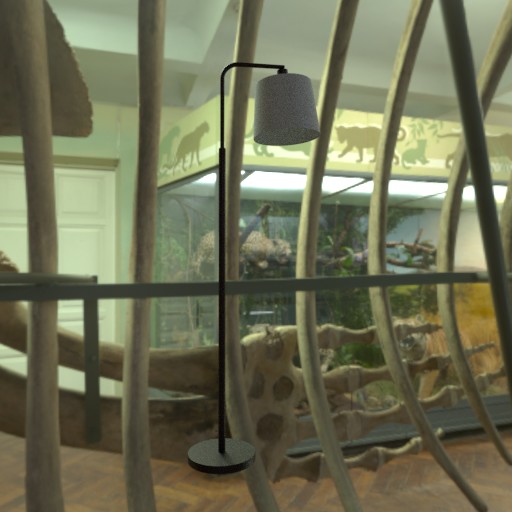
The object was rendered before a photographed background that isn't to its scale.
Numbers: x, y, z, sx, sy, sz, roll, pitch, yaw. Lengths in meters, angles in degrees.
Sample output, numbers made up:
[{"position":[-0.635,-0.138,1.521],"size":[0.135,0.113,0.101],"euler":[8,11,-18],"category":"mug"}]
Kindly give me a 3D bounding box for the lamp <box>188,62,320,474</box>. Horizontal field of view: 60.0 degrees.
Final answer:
[{"position":[0.000,0.000,1.668],"size":[0.508,1.478,0.254],"euler":[0,-1,-18],"category":"lamp"}]
